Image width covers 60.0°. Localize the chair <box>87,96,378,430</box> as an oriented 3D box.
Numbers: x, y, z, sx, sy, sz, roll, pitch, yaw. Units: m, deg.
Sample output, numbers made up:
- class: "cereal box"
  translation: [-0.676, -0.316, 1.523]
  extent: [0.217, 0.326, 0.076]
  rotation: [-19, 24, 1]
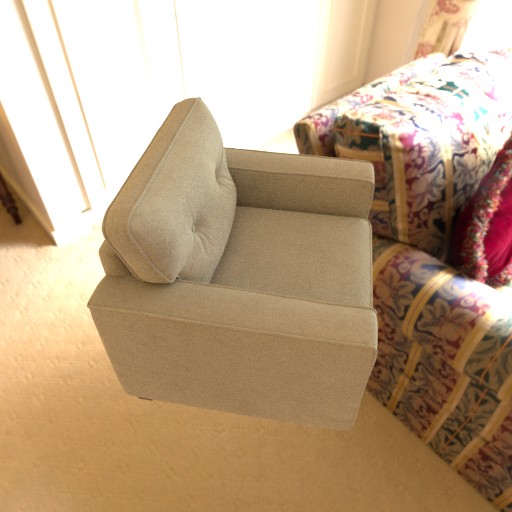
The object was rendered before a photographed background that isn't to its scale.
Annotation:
- class: "chair"
  translation: [0.000, 0.000, 1.804]
  extent: [0.939, 0.965, 1.015]
  rotation: [7, 46, 7]
